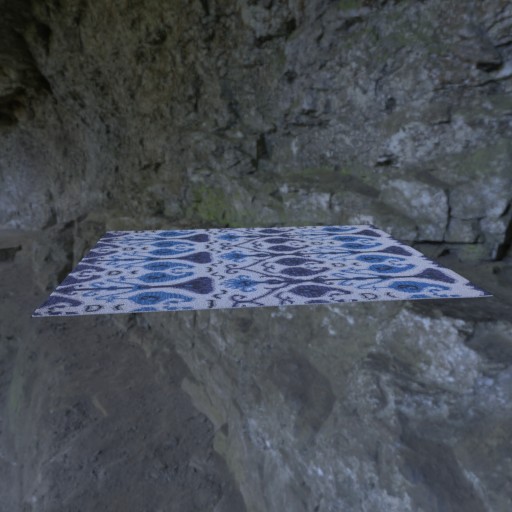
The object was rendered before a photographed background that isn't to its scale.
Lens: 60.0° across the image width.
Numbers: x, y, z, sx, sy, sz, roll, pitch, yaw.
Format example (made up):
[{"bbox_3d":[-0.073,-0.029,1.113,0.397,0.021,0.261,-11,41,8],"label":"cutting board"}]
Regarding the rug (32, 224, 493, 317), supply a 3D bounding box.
[{"bbox_3d":[0.000,0.000,4.219,3.228,0.024,2.443,-2,16,-7],"label":"rug"}]
